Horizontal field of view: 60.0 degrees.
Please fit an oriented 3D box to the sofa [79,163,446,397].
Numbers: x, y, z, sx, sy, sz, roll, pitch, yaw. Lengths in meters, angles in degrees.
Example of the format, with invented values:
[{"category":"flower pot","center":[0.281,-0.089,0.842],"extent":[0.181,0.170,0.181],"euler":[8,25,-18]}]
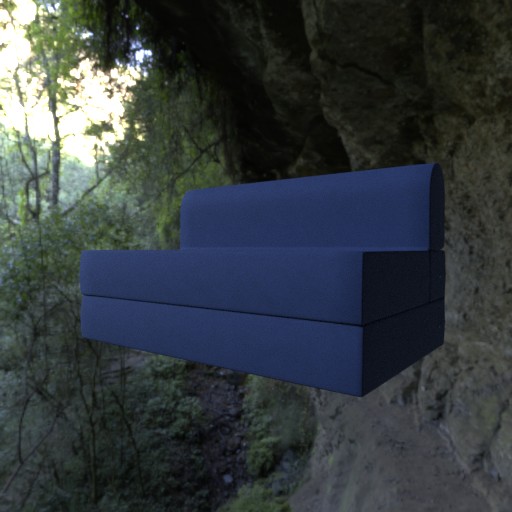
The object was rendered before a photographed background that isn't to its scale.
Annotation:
[{"category":"sofa","center":[0.000,0.000,1.714],"extent":[1.219,0.660,0.762],"euler":[1,1,37]}]
